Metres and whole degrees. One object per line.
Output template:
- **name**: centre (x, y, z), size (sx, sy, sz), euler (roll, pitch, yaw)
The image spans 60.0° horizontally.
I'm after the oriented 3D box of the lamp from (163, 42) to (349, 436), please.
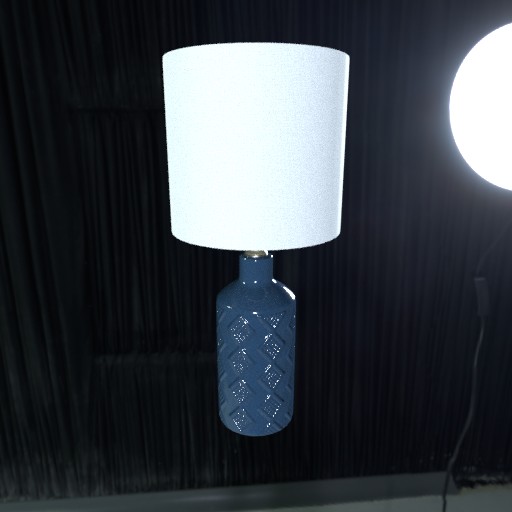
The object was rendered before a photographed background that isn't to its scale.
- **lamp**: centre (0.000, 0.000, 0.563), size (0.207, 0.461, 0.207), euler (-3, 16, -9)
